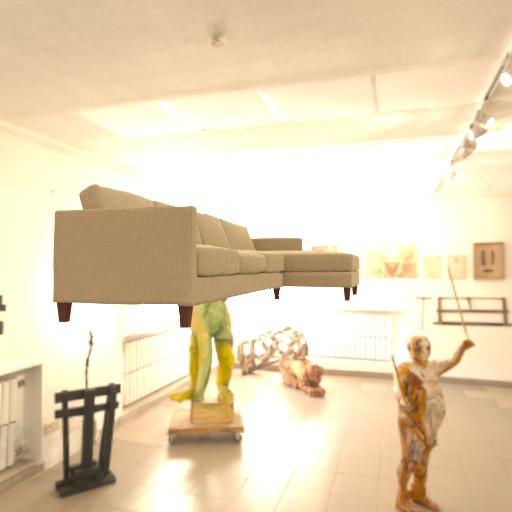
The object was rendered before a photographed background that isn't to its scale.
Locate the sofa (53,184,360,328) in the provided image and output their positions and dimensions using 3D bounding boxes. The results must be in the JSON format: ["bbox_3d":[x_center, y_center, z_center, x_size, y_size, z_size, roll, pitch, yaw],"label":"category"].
[{"bbox_3d":[0.000,0.000,3.977,1.625,0.861,3.186,0,-1,17],"label":"sofa"}]
